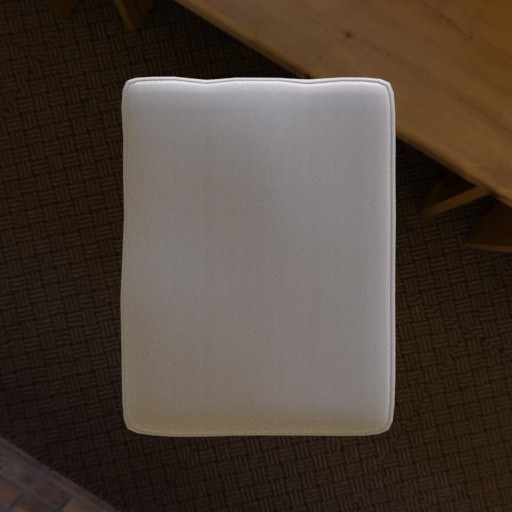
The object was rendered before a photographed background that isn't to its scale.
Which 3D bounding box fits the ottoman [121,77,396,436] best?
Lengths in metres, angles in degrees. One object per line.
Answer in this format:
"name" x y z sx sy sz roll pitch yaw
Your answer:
"ottoman" 0.000 0.000 1.190 0.634 0.496 0.818 0 90 0
